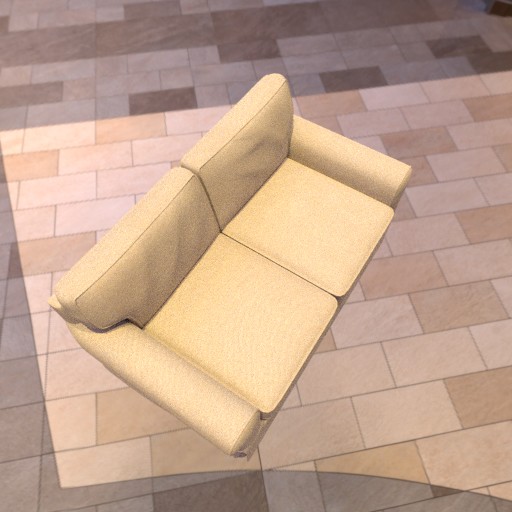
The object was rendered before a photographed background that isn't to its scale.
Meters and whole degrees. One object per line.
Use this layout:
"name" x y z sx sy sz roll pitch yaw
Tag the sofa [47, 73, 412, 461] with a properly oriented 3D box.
"sofa" 0.000 0.000 2.298 0.991 0.940 1.727 29 63 16
